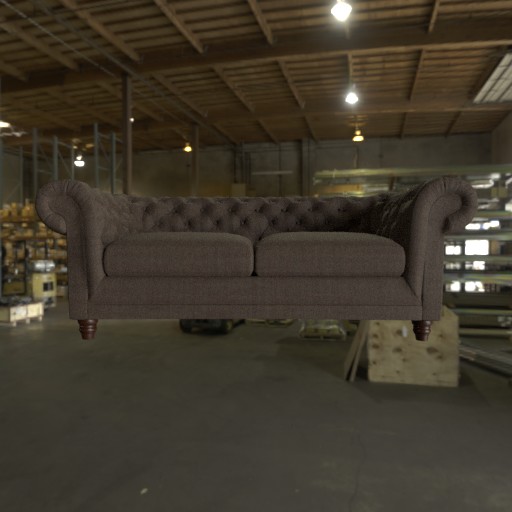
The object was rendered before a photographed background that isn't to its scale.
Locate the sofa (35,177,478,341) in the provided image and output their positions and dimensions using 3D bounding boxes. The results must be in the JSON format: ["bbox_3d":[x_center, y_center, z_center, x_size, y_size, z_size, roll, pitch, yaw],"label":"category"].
[{"bbox_3d":[0.000,0.000,2.480,2.048,0.780,0.944,0,0,1],"label":"sofa"}]
